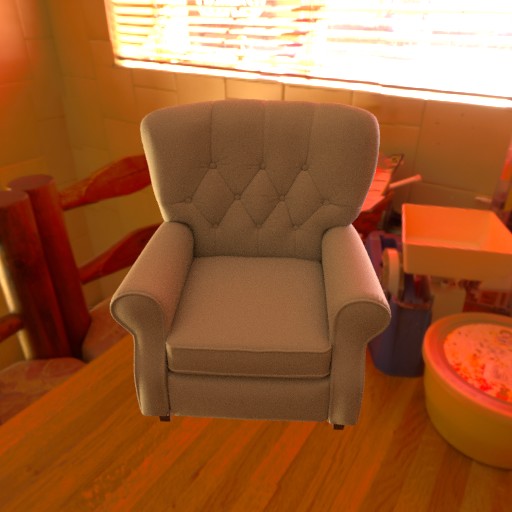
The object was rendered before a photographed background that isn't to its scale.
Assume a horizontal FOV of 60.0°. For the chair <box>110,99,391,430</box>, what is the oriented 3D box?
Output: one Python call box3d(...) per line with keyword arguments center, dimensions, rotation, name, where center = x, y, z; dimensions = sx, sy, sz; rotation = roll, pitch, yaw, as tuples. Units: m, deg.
box3d(center=(0.000, 0.000, 2.023), dimensions=(1.090, 1.217, 1.128), rotation=(2, 30, 3), name="chair")
